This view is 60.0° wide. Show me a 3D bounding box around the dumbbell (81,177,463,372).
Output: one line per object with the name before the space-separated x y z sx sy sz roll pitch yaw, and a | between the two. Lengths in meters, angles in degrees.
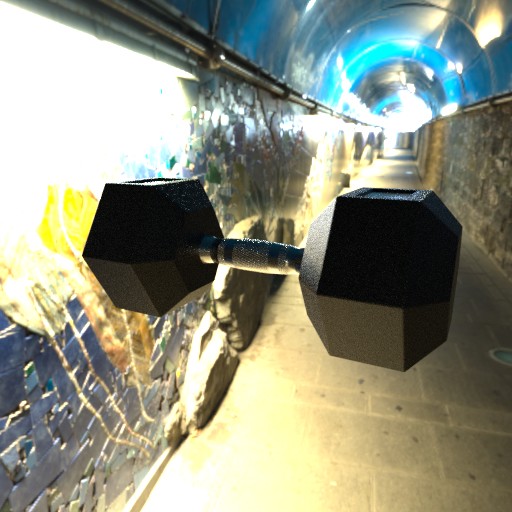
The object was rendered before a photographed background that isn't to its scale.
dumbbell | 0.000 0.000 0.437 0.361 0.137 0.157 7 17 26
